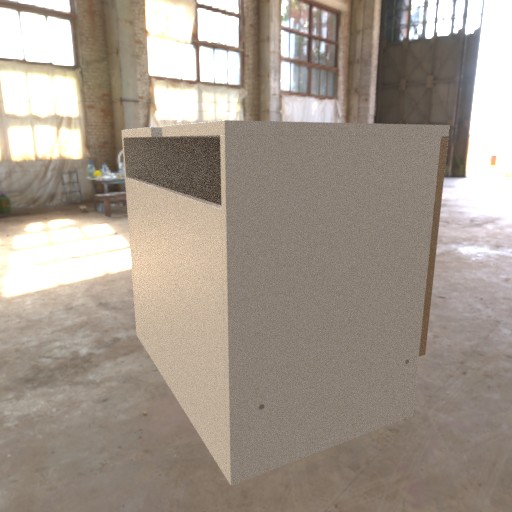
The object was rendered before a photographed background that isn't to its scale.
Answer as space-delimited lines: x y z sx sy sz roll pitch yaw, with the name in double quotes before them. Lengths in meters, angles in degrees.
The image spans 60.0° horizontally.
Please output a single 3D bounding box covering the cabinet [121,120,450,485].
"cabinet" 0.000 0.000 0.942 0.400 0.522 0.600 -8 16 -27
